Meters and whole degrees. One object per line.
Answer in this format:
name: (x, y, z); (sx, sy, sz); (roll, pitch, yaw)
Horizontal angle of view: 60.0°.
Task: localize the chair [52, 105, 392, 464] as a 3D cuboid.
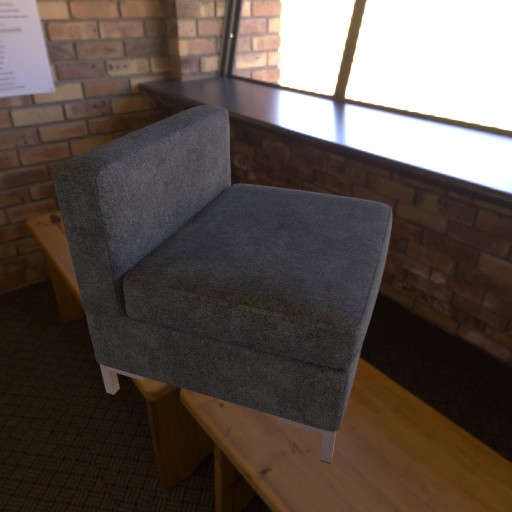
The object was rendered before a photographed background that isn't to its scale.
chair: (0.000, 0.000, 1.223); (0.680, 0.660, 0.680); (10, 31, 17)
